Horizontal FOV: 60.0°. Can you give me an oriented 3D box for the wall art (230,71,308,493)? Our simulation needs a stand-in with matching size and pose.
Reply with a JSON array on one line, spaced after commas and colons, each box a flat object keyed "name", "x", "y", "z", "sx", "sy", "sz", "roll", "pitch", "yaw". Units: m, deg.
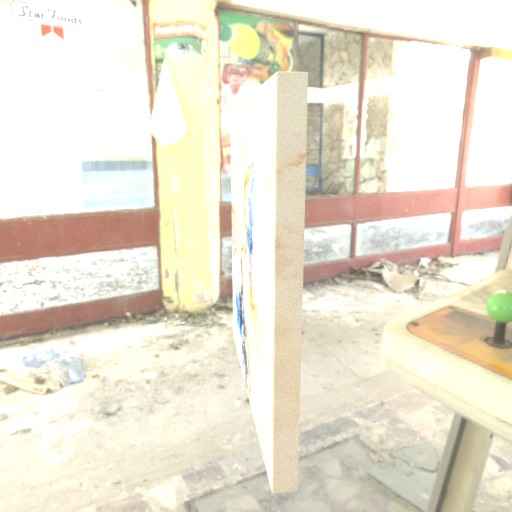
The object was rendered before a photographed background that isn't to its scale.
[{"name": "wall art", "x": 0.000, "y": 0.000, "z": 1.580, "sx": 0.071, "sy": 1.061, "sz": 1.061, "roll": -2, "pitch": 14, "yaw": -8}]
